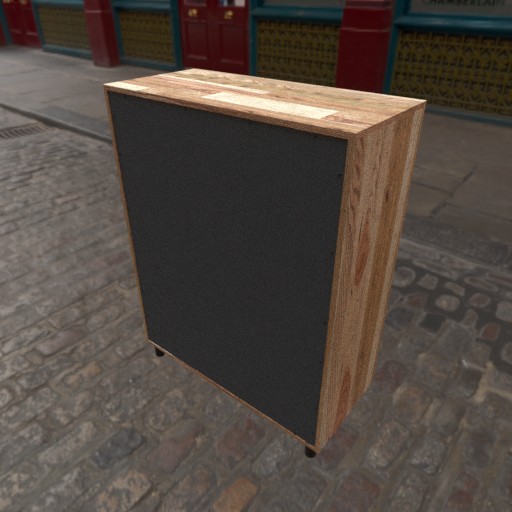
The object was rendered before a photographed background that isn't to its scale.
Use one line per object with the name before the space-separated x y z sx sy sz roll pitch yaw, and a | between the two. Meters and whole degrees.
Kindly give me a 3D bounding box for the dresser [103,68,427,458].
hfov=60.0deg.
dresser | 0.000 0.000 1.748 0.966 1.243 0.480 22 38 32
